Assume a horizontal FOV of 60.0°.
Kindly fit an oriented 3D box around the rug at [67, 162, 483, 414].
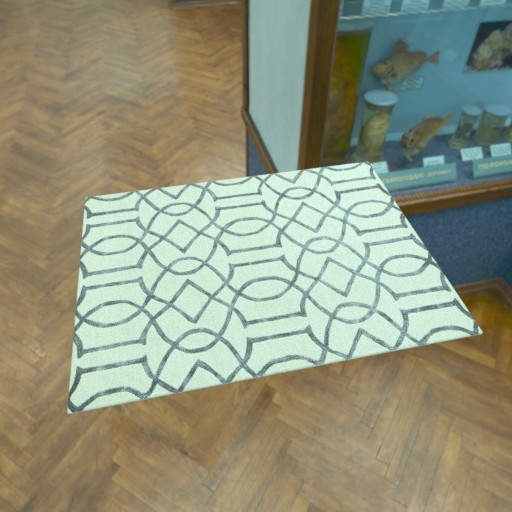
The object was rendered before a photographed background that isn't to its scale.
[{"bbox_3d":[0.000,0.000,3.755,2.910,0.021,2.211,-9,47,-8],"label":"rug"}]
